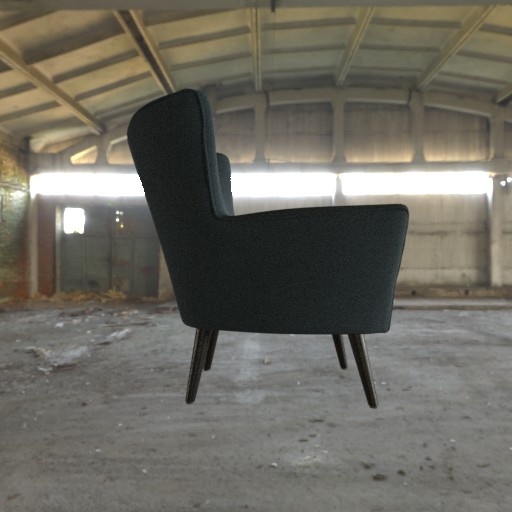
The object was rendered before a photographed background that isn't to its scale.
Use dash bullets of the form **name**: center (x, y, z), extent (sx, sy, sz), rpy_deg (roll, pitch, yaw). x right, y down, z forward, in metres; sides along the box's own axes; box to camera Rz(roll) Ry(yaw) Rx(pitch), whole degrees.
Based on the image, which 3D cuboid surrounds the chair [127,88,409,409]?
- **chair**: center (0.000, 0.000, 1.609), extent (0.888, 0.933, 0.781), rpy_deg (0, -1, 1)
